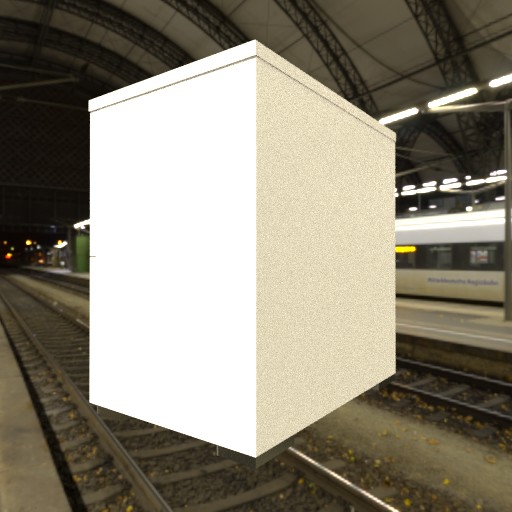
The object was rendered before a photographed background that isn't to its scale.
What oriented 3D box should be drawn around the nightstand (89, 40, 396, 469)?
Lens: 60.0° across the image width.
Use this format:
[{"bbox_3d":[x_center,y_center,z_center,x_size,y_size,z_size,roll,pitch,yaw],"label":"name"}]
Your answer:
[{"bbox_3d":[0.000,0.000,0.748,0.325,0.460,0.441,0,0,37],"label":"nightstand"}]
